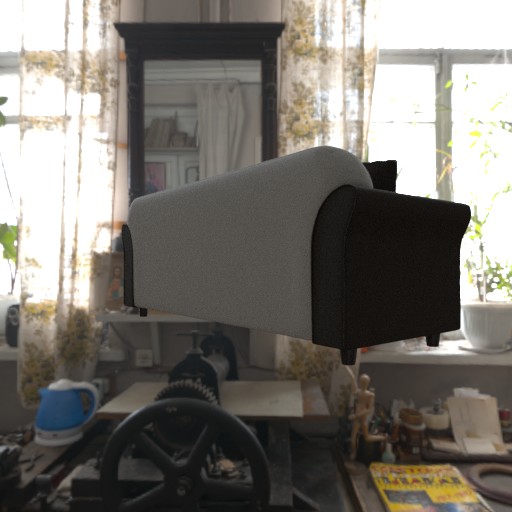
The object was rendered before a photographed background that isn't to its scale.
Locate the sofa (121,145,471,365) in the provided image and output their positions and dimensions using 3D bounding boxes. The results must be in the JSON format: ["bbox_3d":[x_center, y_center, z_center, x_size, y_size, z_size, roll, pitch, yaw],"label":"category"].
[{"bbox_3d":[0.000,0.000,2.425,0.755,0.787,2.001,1,-1,-38],"label":"sofa"}]
